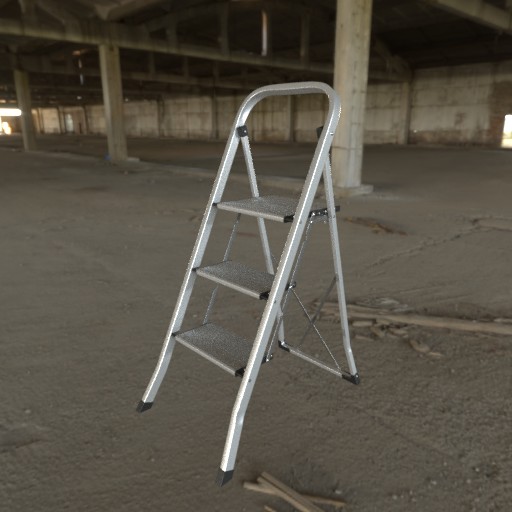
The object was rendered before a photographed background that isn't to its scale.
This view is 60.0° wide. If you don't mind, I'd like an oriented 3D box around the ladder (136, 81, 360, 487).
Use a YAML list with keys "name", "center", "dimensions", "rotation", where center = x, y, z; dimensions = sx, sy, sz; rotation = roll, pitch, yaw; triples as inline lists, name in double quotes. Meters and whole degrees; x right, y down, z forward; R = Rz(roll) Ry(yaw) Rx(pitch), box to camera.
- name: "ladder"
  center: [0.000, 0.000, 1.445]
  dimensions: [0.704, 1.070, 0.465]
  rotation: [-15, 22, -41]
